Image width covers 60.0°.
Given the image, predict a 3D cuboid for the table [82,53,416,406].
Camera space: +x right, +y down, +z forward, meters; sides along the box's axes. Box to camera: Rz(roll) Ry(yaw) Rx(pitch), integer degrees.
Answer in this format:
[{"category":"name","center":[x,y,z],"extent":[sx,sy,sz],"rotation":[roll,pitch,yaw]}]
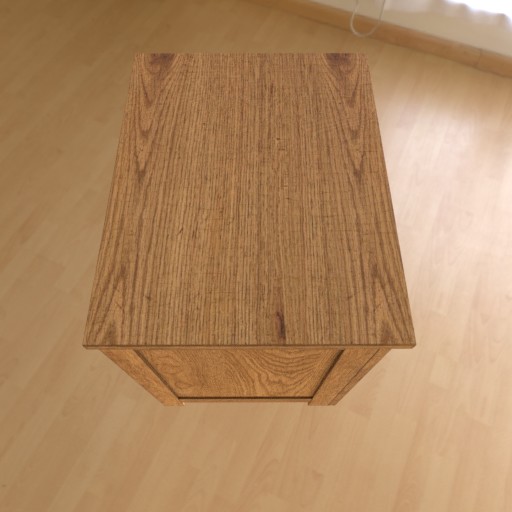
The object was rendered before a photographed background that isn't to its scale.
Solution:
[{"category":"table","center":[0.000,0.000,1.033],"extent":[0.494,0.625,0.601],"rotation":[0,63,0]}]
